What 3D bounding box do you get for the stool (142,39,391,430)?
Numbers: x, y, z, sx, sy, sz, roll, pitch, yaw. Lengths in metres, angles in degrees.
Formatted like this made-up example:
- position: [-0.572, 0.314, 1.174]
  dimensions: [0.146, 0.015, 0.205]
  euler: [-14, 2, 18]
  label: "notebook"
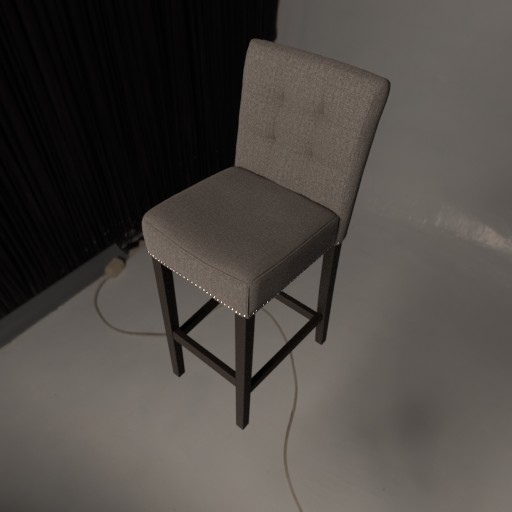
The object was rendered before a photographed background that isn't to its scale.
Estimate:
- position: [0.000, 0.000, 1.346]
  dimensions: [0.411, 1.047, 0.548]
  euler: [30, 53, 26]
  label: "stool"
